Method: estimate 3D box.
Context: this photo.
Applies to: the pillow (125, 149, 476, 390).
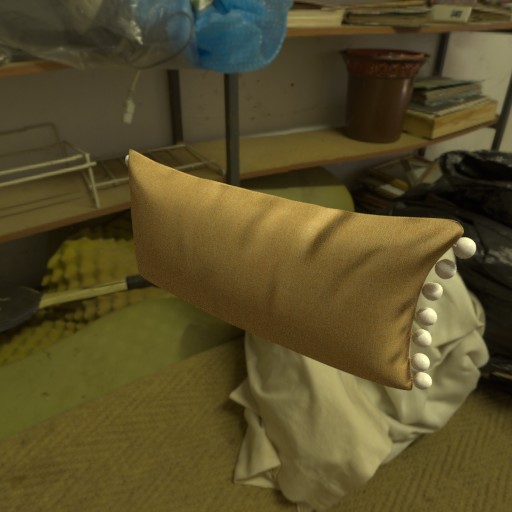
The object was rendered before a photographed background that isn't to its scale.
[{"bbox_3d":[0.000,0.000,0.829,0.709,0.322,0.201,20,36,30],"label":"pillow"}]
